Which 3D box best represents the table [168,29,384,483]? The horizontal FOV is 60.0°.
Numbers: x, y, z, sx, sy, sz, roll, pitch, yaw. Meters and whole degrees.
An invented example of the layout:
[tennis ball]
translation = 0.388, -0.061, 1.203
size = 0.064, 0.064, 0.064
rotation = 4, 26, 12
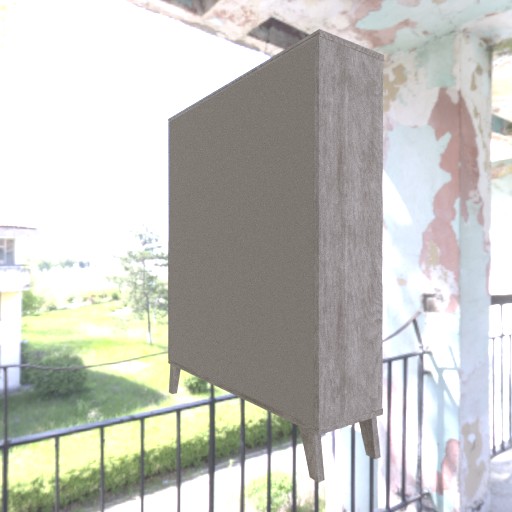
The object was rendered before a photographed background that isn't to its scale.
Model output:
[table]
translation = 0.000, 0.000, 1.548
size = 0.256, 1.135, 0.902
rotation = 0, 0, -36
